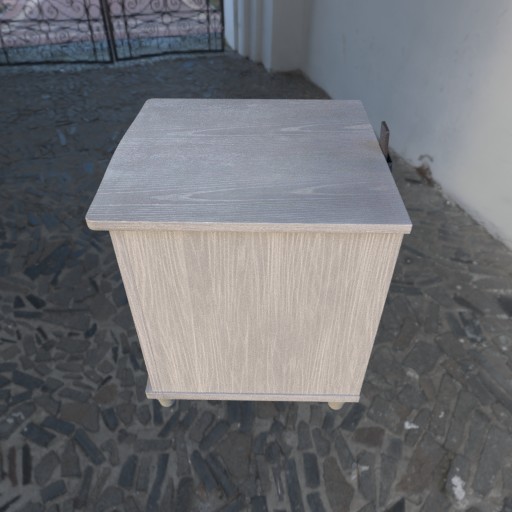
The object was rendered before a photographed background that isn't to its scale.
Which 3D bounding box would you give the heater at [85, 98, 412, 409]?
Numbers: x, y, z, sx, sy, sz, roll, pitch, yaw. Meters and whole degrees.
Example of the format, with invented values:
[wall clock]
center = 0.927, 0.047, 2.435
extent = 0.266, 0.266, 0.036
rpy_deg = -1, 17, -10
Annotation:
[heater]
center = 0.000, 0.000, 0.771
extent = 0.400, 0.481, 0.362
rpy_deg = 1, 41, 1
